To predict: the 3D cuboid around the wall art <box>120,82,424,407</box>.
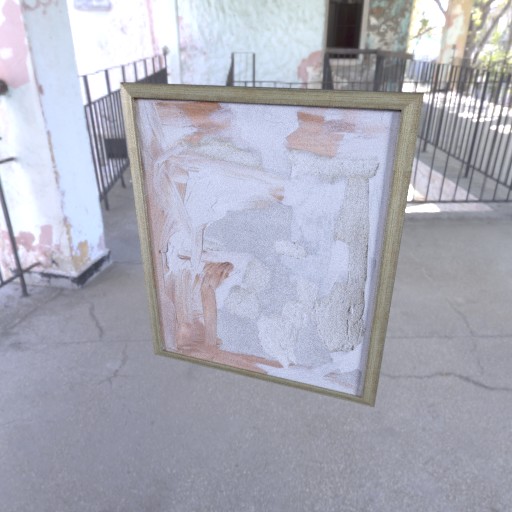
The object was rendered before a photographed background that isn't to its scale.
[{"bbox_3d":[0.000,0.000,0.924,0.559,0.660,0.018,9,28,17],"label":"wall art"}]
